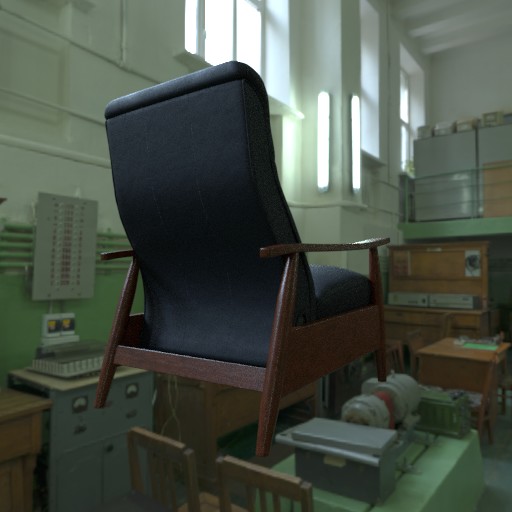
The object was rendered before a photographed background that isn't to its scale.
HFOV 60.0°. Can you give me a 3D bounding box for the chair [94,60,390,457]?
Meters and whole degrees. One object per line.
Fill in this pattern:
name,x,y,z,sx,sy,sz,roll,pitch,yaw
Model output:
chair,0.000,0.000,1.774,0.762,1.082,1.014,-1,-2,35
